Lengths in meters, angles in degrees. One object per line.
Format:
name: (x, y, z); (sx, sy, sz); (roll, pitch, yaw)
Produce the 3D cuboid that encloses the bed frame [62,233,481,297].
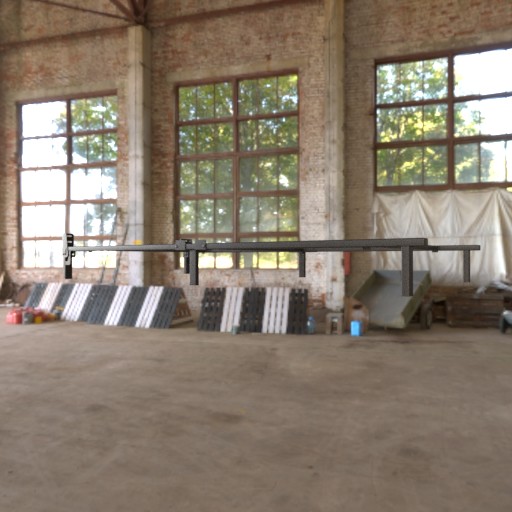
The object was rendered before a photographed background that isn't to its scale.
bed frame: (0.000, 0.000, 2.236); (1.897, 0.248, 0.968); (0, 0, 36)
